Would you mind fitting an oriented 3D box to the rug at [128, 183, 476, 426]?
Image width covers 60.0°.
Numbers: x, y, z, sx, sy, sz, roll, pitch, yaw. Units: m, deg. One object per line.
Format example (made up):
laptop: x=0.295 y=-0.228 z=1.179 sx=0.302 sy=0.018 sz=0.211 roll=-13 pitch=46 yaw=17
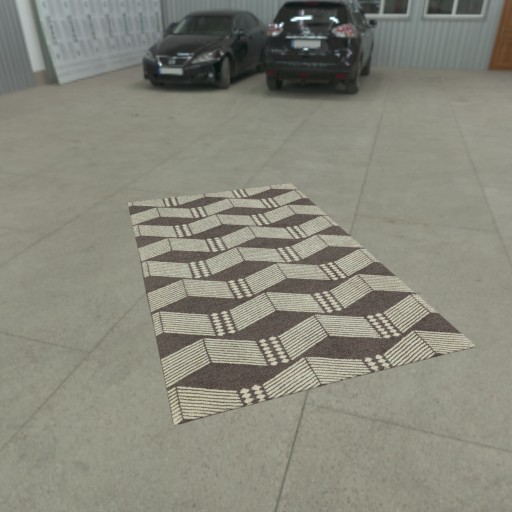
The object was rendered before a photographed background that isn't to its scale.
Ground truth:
rug: x=0.000 y=0.000 z=3.016 sx=1.517 sy=0.011 sz=2.435 roll=-9 pitch=31 yaw=-16
